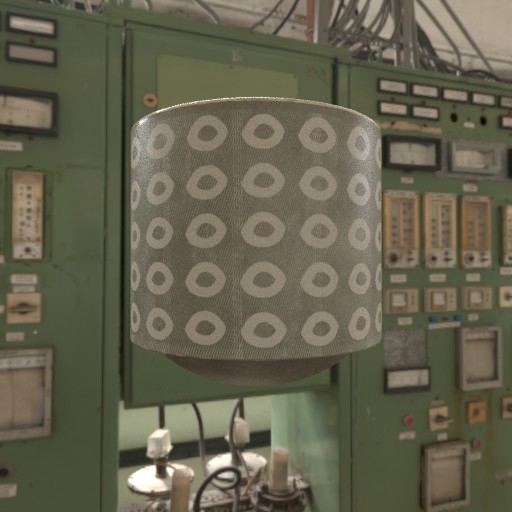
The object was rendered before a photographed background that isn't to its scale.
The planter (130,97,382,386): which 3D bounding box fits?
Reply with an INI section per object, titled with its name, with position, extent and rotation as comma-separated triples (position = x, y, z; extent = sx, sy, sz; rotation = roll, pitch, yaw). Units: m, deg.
[planter]
position = 0.000, 0.000, 0.349
extent = 0.190, 0.181, 0.190
rotation = 0, -1, 0
